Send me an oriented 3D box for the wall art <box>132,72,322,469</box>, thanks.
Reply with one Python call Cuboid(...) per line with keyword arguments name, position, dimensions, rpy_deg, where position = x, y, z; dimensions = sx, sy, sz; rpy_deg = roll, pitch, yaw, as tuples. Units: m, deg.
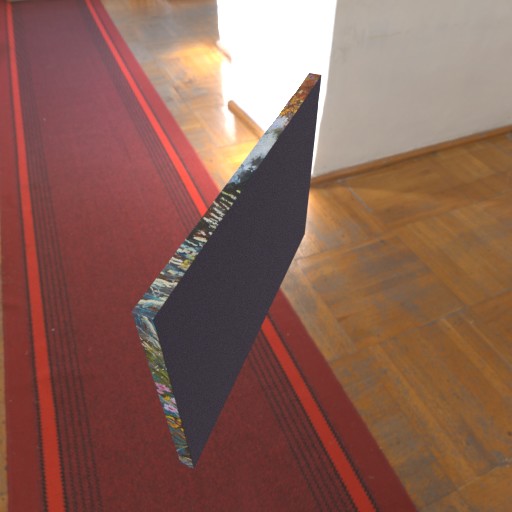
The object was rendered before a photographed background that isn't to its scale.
Cuboid(name="wall art", position=(0.000, 0.000, 1.163), dimensions=(0.037, 0.604, 0.908), rpy_deg=(16, 47, 15))
